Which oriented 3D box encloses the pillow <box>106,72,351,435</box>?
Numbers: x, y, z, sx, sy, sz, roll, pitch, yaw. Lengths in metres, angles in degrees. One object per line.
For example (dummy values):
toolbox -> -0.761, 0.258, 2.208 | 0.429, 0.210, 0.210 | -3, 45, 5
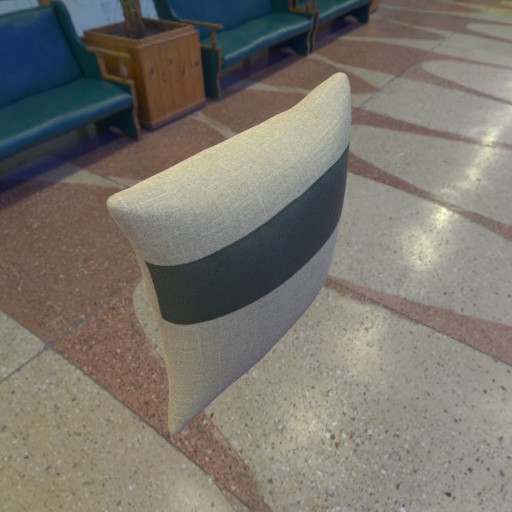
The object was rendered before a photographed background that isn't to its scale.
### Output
pillow -> 0.000, 0.000, 0.626 | 0.173, 0.399, 0.414 | 26, 47, 27
